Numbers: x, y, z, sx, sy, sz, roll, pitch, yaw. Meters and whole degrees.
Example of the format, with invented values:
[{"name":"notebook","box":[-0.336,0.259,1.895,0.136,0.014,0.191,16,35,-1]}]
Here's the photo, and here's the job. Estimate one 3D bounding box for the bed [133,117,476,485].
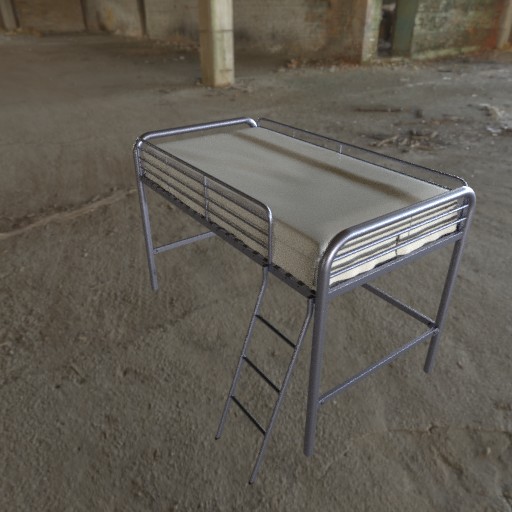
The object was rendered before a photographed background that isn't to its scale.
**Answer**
[{"name":"bed","box":[0.000,0.000,2.886,1.415,1.288,1.965,-20,35,-31]}]
